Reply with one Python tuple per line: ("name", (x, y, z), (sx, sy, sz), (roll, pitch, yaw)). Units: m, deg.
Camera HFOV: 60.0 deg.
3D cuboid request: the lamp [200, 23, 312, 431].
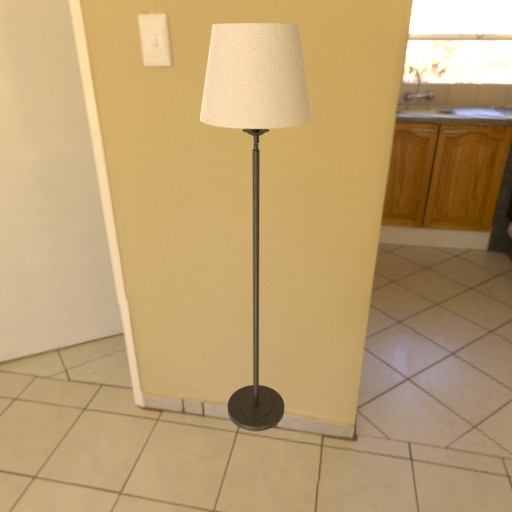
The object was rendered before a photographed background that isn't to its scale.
("lamp", (0.000, 0.000, 1.591), (0.348, 1.473, 0.348), (1, 26, 2))
